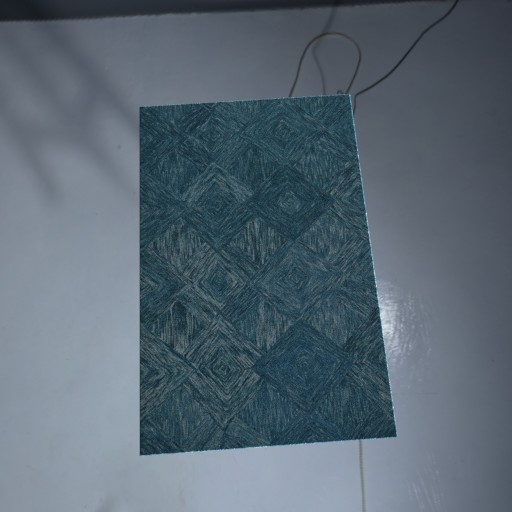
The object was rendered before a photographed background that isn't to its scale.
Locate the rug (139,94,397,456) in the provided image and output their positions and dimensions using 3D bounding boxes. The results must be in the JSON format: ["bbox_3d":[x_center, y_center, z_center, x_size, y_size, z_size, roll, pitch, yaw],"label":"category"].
[{"bbox_3d":[0.000,0.000,2.844,1.490,0.015,2.277,-4,75,-1],"label":"rug"}]
